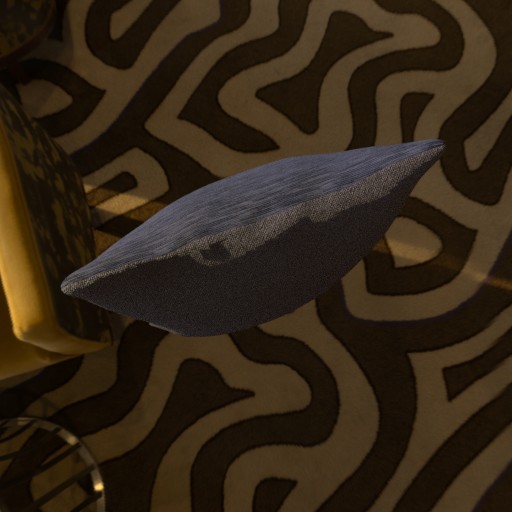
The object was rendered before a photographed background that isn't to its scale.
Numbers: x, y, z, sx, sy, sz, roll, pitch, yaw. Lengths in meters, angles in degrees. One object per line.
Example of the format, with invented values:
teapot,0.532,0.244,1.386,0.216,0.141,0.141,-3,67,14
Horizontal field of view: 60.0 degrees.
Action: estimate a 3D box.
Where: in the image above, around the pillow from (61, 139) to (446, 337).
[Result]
pillow,0.000,0.000,0.687,0.452,0.439,0.204,-21,78,-5
